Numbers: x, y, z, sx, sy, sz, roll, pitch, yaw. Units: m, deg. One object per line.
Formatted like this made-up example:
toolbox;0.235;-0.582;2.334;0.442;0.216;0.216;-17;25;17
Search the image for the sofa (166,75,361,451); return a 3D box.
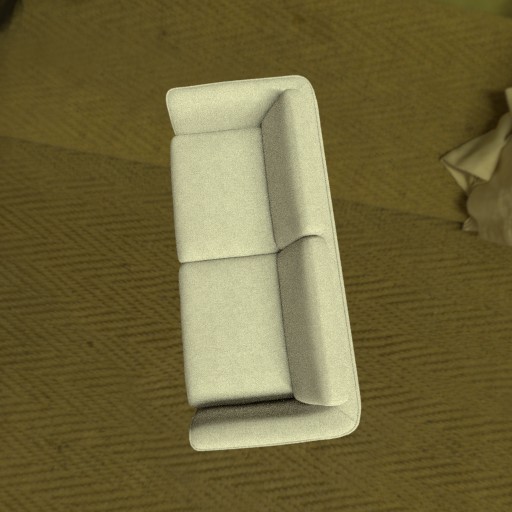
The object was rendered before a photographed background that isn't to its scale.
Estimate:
sofa;0.000;0.000;2.548;0.920;0.850;2.000;-6;78;-1
